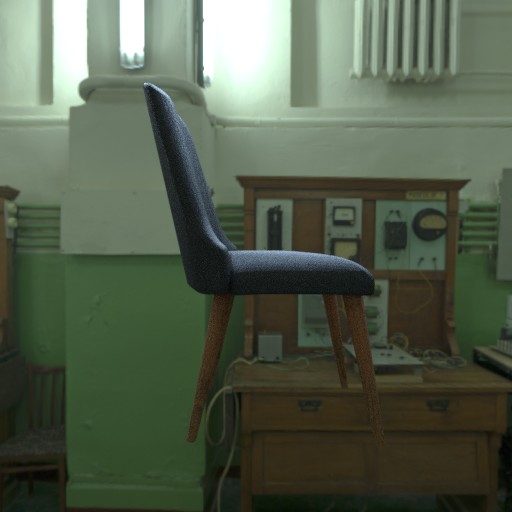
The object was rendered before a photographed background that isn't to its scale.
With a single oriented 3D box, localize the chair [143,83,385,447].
[{"bbox_3d":[0.000,0.000,1.176,0.567,0.820,0.504,0,1,0],"label":"chair"}]
